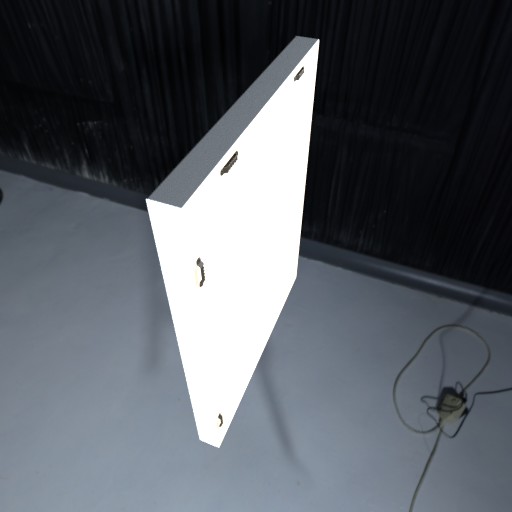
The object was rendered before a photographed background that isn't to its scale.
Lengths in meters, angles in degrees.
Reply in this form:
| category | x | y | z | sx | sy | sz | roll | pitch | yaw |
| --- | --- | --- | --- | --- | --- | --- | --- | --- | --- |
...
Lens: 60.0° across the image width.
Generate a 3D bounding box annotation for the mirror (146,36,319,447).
| category | x | y | z | sx | sy | sz | roll | pitch | yaw |
| --- | --- | --- | --- | --- | --- | --- | --- | --- | --- |
| mirror | 0.000 | 0.000 | 0.685 | 0.041 | 0.509 | 0.406 | 16 | 48 | 15 |
